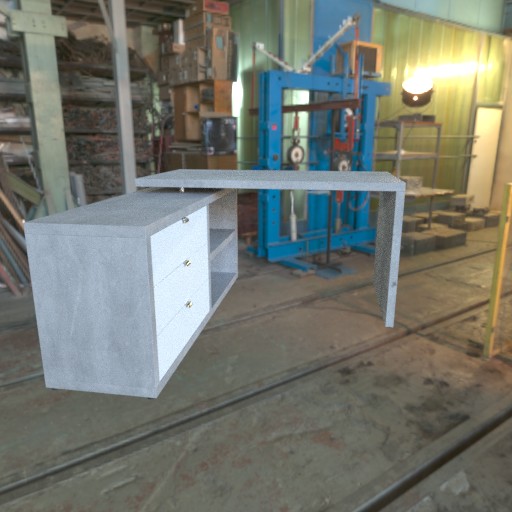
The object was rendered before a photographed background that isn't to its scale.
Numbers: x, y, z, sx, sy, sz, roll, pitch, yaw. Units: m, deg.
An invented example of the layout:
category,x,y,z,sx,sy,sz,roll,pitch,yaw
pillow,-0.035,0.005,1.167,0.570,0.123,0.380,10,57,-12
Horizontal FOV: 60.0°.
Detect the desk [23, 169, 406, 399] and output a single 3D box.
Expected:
category,x,y,z,sx,sy,sz,roll,pitch,yaw
desk,0.000,0.000,2.226,1.400,0.740,1.500,2,15,9
